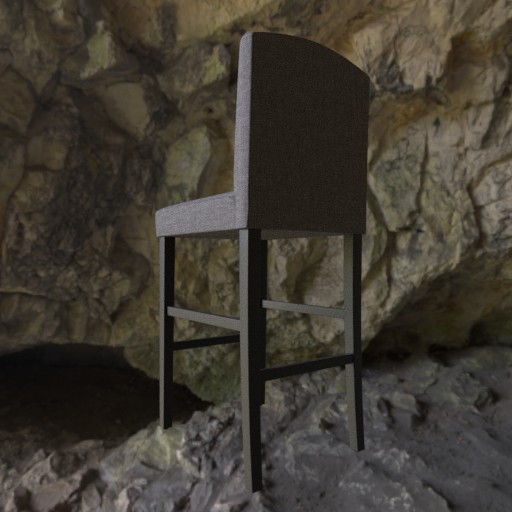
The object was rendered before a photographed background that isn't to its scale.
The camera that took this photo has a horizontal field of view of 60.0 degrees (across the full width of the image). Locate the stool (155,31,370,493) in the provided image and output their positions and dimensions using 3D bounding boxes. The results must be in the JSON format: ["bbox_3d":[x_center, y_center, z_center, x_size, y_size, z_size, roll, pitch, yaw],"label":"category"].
[{"bbox_3d":[0.000,0.000,1.390,0.451,1.138,0.552,0,-1,-37],"label":"stool"}]
